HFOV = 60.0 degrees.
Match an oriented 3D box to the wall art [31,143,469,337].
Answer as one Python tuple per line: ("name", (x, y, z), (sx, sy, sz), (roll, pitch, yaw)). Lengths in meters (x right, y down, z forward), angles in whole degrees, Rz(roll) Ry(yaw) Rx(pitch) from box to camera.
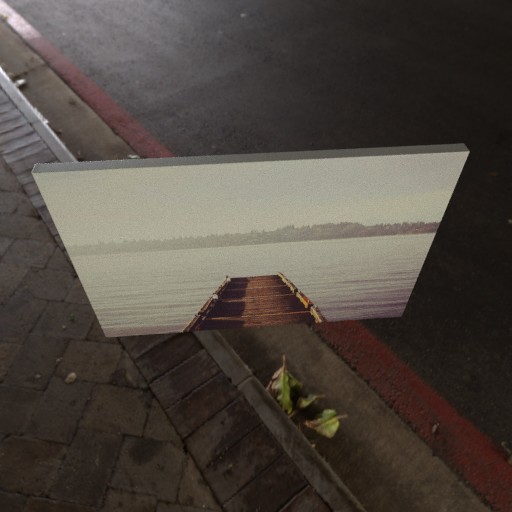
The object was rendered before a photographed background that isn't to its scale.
("wall art", (0.000, 0.000, 0.777), (0.615, 0.410, 0.021), (-4, 47, -3))
